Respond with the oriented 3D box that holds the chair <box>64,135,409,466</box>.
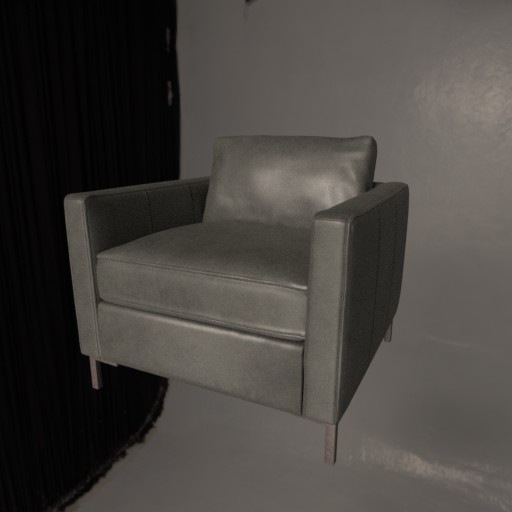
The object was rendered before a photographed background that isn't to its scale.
[{"bbox_3d":[0.000,0.000,1.484,0.967,0.824,0.861,7,16,25],"label":"chair"}]
